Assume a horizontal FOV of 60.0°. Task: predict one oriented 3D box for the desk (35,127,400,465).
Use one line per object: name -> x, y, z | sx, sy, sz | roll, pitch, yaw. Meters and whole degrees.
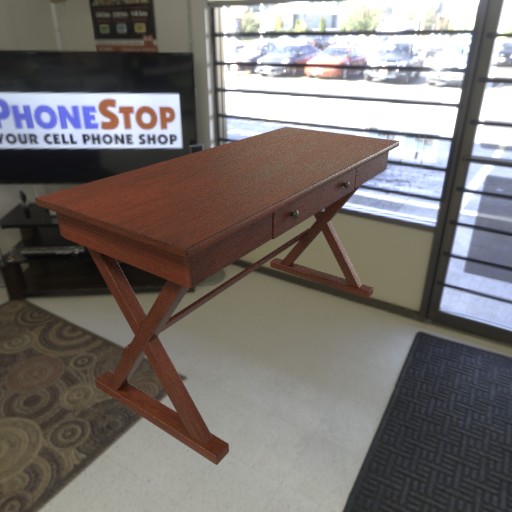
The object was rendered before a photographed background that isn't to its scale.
desk -> 0.000, 0.000, 1.798 | 0.600, 0.761, 1.372 | 18, 31, 31
